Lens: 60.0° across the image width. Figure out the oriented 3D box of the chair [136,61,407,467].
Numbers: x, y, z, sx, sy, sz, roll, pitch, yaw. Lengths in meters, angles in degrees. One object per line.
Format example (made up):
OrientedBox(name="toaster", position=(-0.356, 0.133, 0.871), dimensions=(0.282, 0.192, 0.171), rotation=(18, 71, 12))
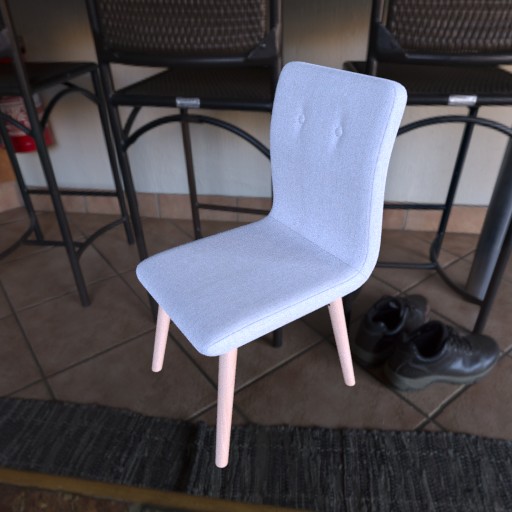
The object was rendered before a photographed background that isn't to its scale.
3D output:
OrientedBox(name="chair", position=(0.000, 0.000, 1.187), dimensions=(0.550, 0.885, 0.435), rotation=(-21, 38, -29))
